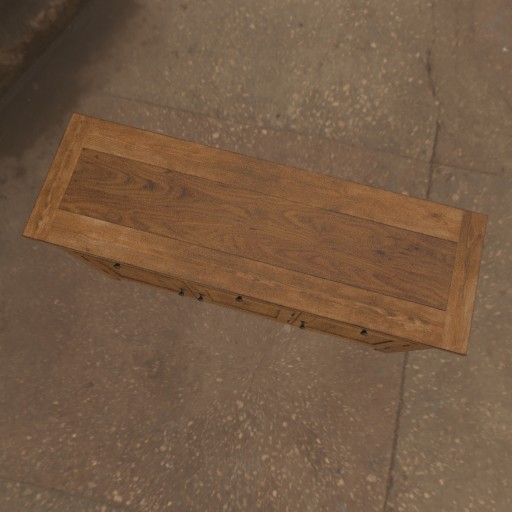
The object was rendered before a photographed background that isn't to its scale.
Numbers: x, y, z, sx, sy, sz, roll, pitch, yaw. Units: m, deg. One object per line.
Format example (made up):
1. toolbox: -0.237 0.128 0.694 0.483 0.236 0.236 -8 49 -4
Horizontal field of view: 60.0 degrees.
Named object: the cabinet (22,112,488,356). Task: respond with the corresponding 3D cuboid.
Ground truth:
1. cabinet: 0.000 0.000 1.861 1.474 0.813 0.480 15 76 4
